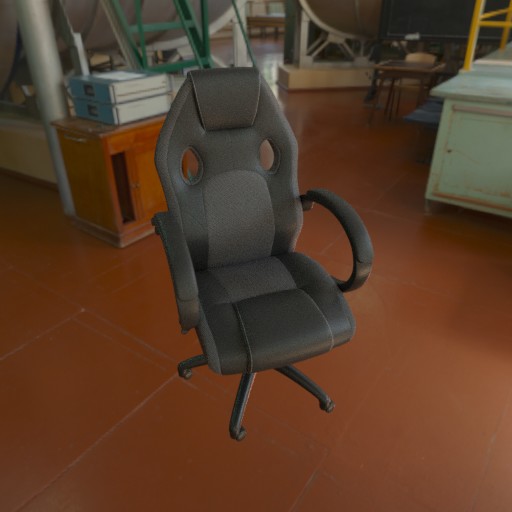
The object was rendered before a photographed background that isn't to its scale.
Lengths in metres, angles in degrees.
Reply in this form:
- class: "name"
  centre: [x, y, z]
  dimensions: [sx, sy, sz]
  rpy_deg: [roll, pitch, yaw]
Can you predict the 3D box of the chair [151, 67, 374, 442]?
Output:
- class: "chair"
  centre: [0.000, 0.000, 1.609]
  dimensions: [0.673, 1.187, 0.724]
  rpy_deg: [-11, 33, -17]
